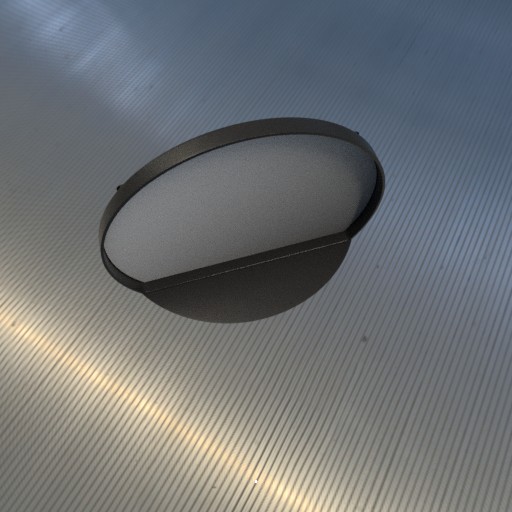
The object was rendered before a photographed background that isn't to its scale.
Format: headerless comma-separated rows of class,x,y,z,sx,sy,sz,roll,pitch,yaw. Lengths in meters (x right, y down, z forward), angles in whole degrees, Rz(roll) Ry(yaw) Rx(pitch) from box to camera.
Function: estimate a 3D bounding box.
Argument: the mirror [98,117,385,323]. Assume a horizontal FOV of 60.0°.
mirror,0.000,0.000,0.699,0.457,0.457,0.133,-14,64,-7
